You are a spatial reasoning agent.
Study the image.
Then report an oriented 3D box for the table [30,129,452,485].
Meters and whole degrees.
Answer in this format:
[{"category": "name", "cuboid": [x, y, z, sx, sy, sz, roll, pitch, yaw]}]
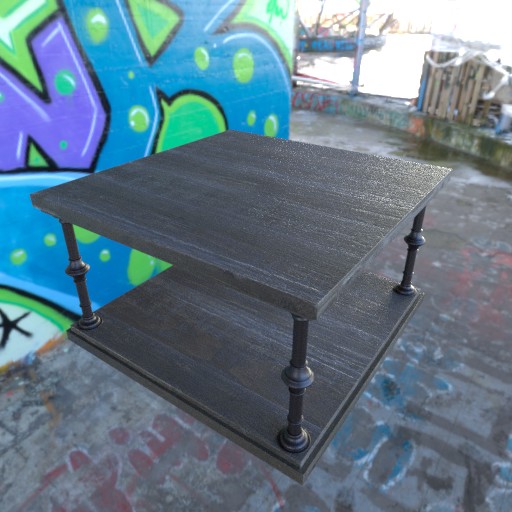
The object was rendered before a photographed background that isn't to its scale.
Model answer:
[{"category": "table", "cuboid": [0.000, 0.000, 1.120, 0.696, 0.400, 0.696, 19, 35, 30]}]
